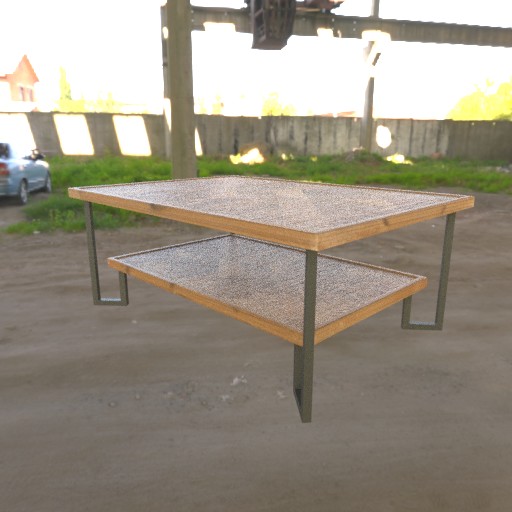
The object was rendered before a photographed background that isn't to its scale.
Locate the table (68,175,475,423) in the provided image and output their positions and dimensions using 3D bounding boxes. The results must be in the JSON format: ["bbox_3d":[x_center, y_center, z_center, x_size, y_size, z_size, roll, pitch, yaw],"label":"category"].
[{"bbox_3d":[0.000,0.000,1.699,0.877,0.492,1.238,-14,21,-43],"label":"table"}]
